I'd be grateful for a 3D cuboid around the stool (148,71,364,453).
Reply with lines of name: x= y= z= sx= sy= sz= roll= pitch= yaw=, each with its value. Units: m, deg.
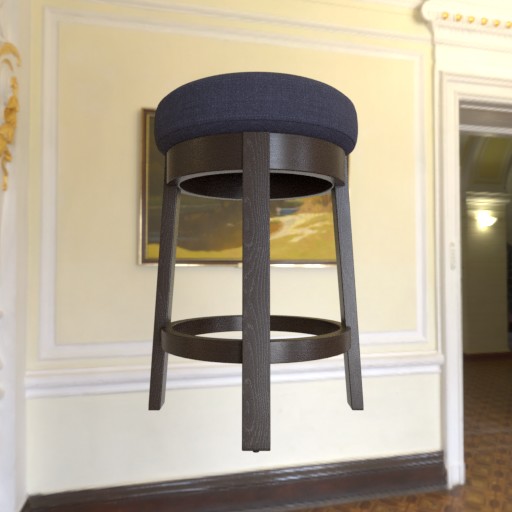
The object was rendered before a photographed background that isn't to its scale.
stool: x=0.000 y=0.000 z=0.952 sx=0.449 sy=0.655 sz=0.449 roll=0 pitch=-1 yaw=0
